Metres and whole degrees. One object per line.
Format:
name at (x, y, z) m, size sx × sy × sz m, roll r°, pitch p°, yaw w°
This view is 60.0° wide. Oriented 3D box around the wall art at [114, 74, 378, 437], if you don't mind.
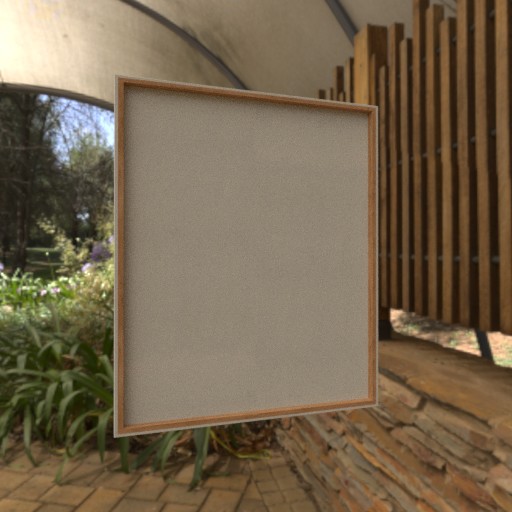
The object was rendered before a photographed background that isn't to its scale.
wall art at (0.000, 0.000, 0.833) m, size 0.508 × 0.606 × 0.037 m, roll 0°, pitch 0°, yaw -18°
